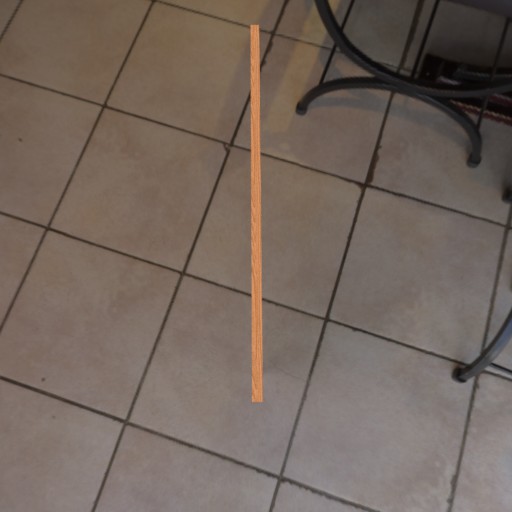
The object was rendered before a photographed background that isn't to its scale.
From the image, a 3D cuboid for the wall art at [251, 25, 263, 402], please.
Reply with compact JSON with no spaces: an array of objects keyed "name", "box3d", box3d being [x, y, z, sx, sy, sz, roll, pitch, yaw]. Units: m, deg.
[{"name":"wall art","box3d":[0.000,0.000,0.692,0.010,0.507,0.404,0,75,0]}]
